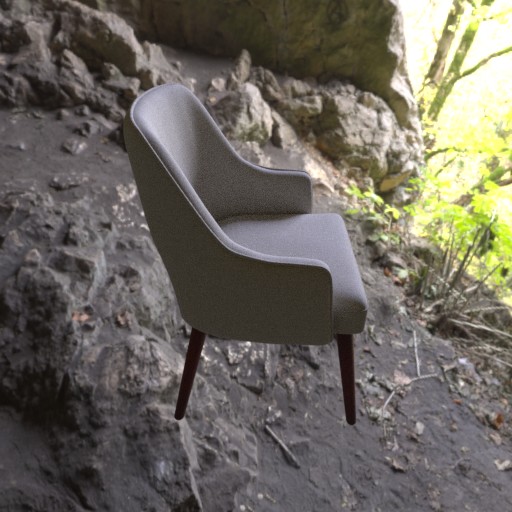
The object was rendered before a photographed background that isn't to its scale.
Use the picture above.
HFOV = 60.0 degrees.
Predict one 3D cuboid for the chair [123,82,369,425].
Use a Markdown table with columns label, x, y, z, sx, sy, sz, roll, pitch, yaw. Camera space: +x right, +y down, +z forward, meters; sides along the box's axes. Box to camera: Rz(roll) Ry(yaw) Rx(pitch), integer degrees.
| label | x | y | z | sx | sy | sz | roll | pitch | yaw |
| --- | --- | --- | --- | --- | --- | --- | --- | --- | --- |
| chair | 0.000 | 0.000 | 1.219 | 0.580 | 0.840 | 0.560 | 1 | 33 | 1 |
